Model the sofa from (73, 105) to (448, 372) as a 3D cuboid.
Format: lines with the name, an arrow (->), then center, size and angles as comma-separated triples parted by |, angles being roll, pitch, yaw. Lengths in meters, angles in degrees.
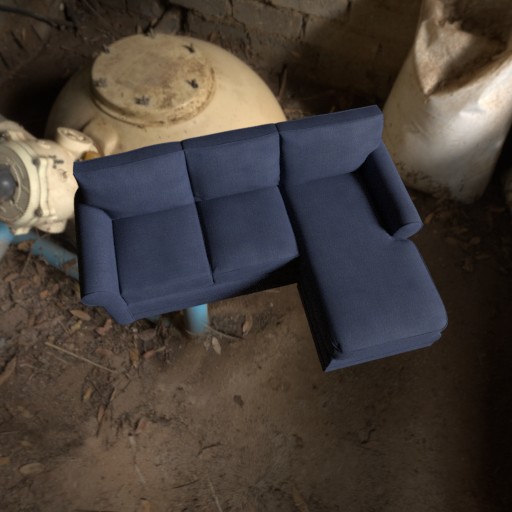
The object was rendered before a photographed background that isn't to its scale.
sofa -> 0.000, 0.000, 3.355 | 2.567, 1.063, 1.780 | -12, 63, -6
